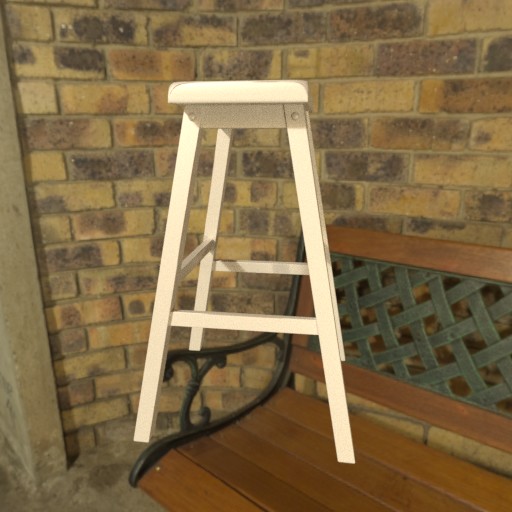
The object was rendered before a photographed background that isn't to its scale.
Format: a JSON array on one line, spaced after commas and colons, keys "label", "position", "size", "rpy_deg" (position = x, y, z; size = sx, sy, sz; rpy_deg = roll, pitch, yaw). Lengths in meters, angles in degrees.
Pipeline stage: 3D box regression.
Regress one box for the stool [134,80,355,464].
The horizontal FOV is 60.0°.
[{"label": "stool", "position": [0.000, 0.000, 1.056], "size": [0.476, 0.737, 0.457], "rpy_deg": [2, 16, 8]}]
